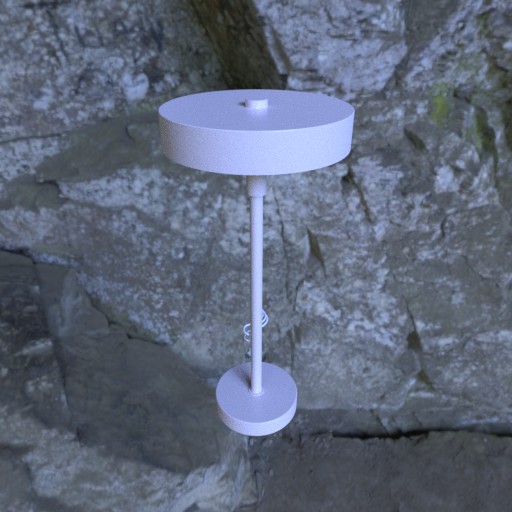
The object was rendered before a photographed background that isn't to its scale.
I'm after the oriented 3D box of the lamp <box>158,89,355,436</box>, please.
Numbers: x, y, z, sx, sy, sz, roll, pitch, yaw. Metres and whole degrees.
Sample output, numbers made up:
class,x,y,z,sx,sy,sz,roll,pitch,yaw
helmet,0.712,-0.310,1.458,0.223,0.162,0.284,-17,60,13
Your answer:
class,x,y,z,sx,sy,sz,roll,pitch,yaw
lamp,0.000,0.000,0.708,0.229,0.508,0.369,0,30,0
